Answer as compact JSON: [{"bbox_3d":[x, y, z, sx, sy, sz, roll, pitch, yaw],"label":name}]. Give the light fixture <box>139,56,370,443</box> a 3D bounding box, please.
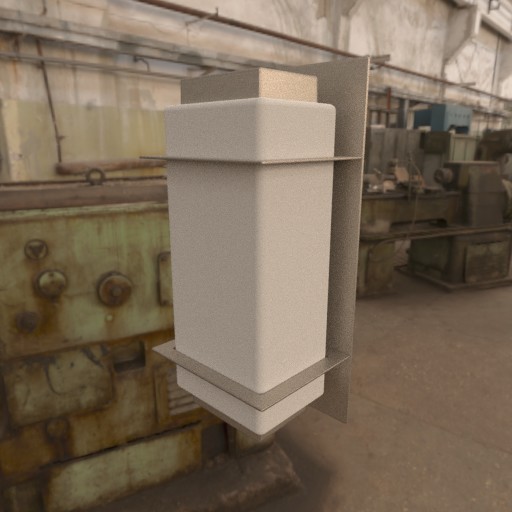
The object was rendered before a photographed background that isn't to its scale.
[{"bbox_3d":[0.000,0.000,0.462,0.168,0.380,0.160,14,20,42],"label":"light fixture"}]
